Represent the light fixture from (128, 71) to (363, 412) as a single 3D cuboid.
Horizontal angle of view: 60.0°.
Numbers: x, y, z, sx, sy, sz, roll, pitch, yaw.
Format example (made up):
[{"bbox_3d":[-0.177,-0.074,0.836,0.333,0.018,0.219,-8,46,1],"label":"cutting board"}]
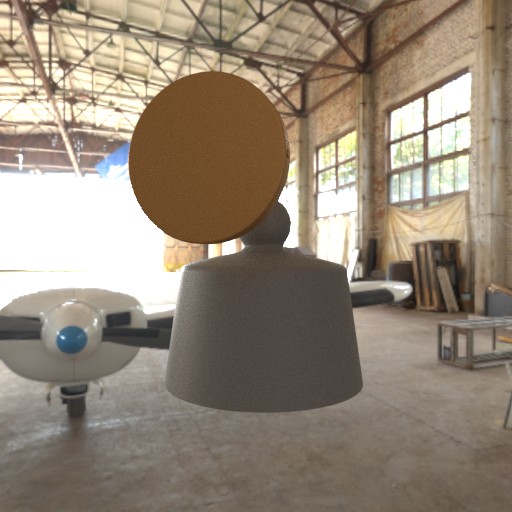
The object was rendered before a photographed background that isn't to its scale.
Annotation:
[{"bbox_3d":[0.000,0.000,0.442,0.204,0.268,0.254,0,0,18],"label":"light fixture"}]
